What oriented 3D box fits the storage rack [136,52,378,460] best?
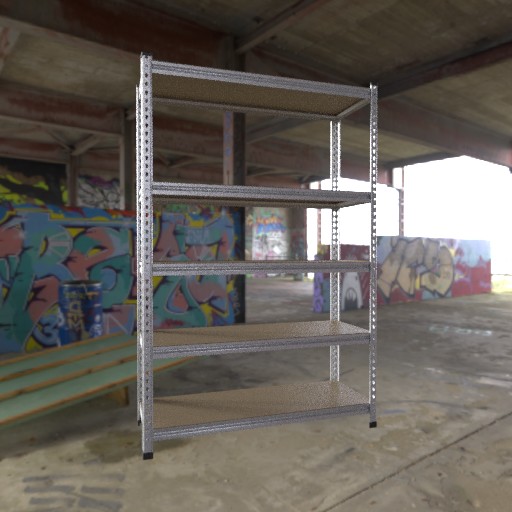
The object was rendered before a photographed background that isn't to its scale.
[{"bbox_3d":[0.000,0.000,2.386,1.219,1.829,0.457,0,1,-18],"label":"storage rack"}]
